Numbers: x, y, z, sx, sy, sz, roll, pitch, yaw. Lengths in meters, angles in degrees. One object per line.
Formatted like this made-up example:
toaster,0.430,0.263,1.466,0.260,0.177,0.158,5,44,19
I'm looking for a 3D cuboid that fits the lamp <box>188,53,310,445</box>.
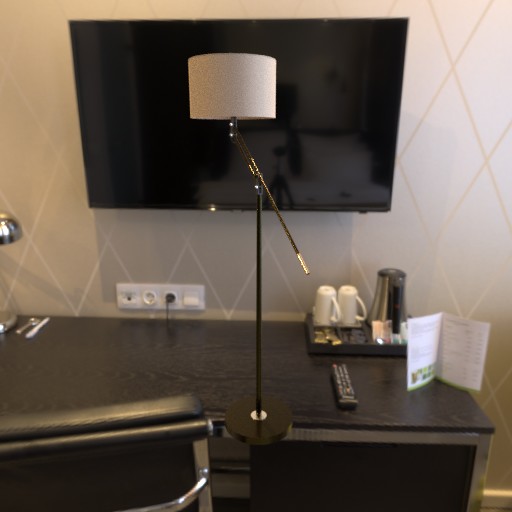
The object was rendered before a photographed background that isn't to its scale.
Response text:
lamp,0.000,0.000,1.923,0.373,1.635,0.809,-8,17,-26
